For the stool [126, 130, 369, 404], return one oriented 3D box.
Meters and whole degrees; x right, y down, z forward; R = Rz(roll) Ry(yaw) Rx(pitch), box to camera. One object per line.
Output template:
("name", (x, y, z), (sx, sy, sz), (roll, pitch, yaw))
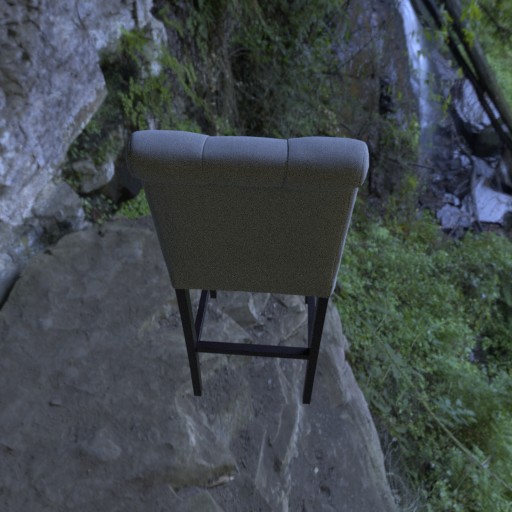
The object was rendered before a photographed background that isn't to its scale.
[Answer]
("stool", (0.000, 0.000, 1.410), (0.493, 1.140, 0.601), (3, 47, 3))
